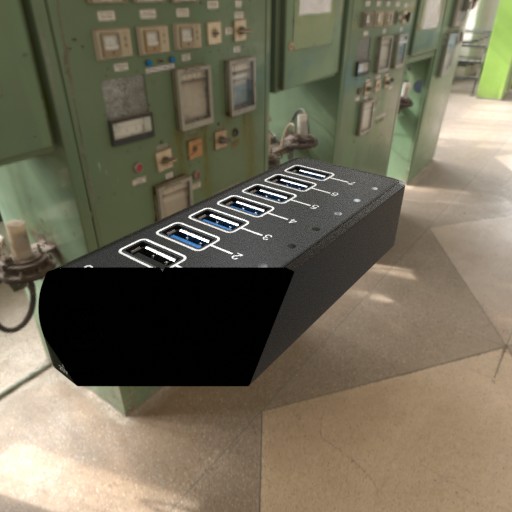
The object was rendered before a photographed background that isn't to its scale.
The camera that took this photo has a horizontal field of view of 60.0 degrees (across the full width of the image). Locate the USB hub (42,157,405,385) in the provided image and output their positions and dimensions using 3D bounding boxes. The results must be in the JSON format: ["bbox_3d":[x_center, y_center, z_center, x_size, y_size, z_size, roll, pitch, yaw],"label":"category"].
[{"bbox_3d":[0.000,0.000,0.127,0.044,0.023,0.110,22,37,32],"label":"USB hub"}]
